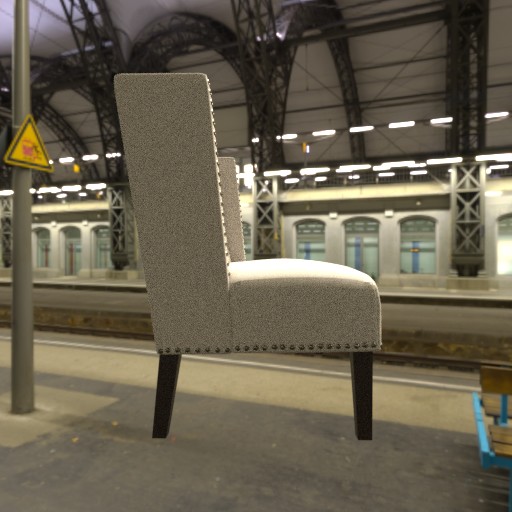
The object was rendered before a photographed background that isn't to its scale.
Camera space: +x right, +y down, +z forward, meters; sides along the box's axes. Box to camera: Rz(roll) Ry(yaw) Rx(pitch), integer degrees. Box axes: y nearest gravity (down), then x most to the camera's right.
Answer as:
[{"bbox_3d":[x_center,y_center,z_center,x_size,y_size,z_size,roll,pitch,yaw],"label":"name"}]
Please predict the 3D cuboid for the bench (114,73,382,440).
[{"bbox_3d":[0.000,0.000,1.969,0.847,1.123,1.280,0,0,1],"label":"bench"}]
